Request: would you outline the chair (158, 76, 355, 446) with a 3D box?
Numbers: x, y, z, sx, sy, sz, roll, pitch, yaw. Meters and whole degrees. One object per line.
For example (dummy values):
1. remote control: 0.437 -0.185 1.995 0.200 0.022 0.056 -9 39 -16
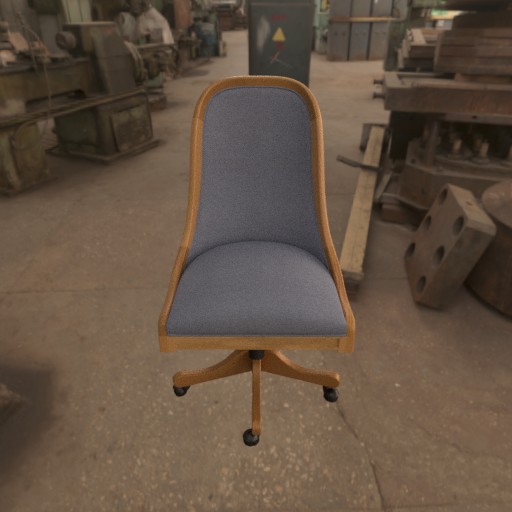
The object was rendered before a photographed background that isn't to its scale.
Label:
1. chair: 0.000 0.000 1.490 0.605 1.031 0.735 0 30 0
